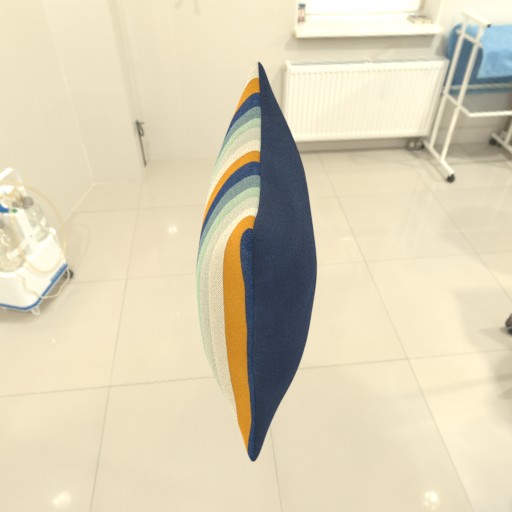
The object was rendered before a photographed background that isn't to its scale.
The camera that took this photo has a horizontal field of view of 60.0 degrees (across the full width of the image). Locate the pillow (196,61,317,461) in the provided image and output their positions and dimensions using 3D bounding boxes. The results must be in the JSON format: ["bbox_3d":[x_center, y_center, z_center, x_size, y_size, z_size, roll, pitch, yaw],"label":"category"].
[{"bbox_3d":[0.000,0.000,0.708,0.173,0.454,0.463,1,41,1],"label":"pillow"}]
